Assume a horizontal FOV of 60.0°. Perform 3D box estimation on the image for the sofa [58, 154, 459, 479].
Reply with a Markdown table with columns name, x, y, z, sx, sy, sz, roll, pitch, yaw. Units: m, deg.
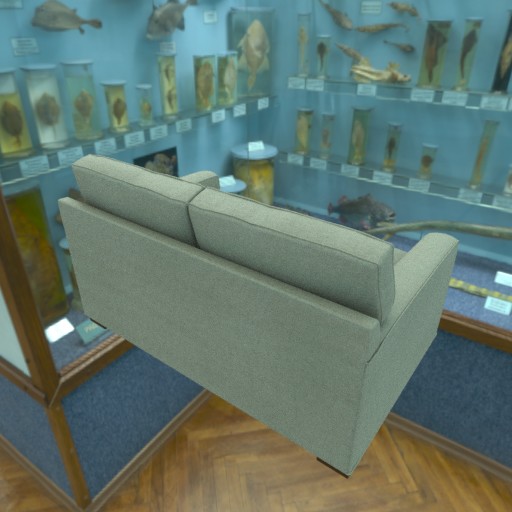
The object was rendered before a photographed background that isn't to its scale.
| name | x | y | z | sx | sy | sz | roll | pitch | yaw |
| --- | --- | --- | --- | --- | --- | --- | --- | --- | --- |
| sofa | 0.000 | 0.000 | 1.997 | 1.484 | 0.853 | 0.940 | 20 | 36 | 31 |
